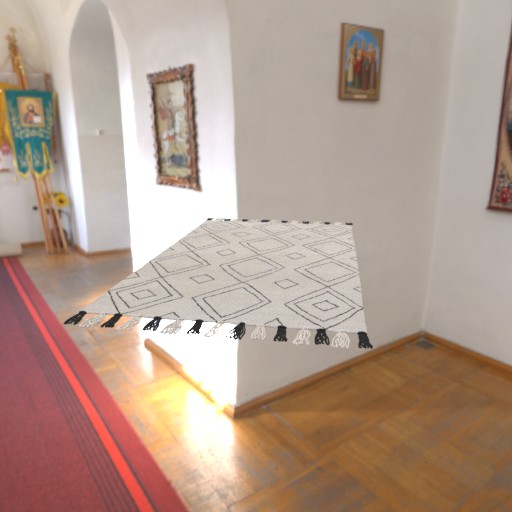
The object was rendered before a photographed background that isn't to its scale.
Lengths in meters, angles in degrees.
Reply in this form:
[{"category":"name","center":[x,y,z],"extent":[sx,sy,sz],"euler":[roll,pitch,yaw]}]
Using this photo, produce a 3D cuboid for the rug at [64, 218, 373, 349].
[{"category":"rug","center":[0.000,0.000,3.365],"extent":[1.524,0.021,2.755],"euler":[3,16,10]}]
